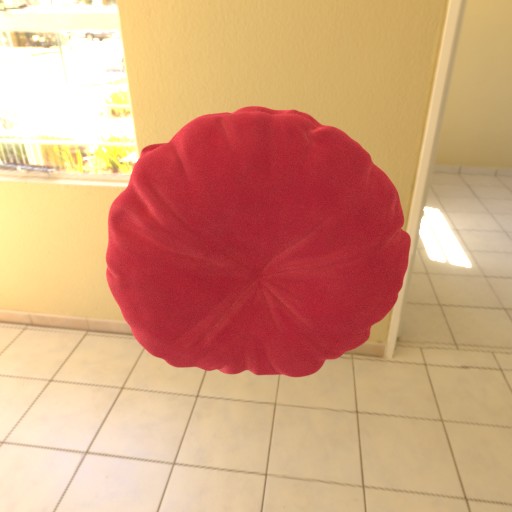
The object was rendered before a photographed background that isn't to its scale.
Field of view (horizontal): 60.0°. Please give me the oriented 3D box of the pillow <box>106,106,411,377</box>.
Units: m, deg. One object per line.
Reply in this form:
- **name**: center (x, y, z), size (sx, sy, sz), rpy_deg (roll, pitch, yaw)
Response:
- **pillow**: center (0.000, 0.000, 0.631), size (0.428, 0.407, 0.148), rpy_deg (-1, 29, -2)
